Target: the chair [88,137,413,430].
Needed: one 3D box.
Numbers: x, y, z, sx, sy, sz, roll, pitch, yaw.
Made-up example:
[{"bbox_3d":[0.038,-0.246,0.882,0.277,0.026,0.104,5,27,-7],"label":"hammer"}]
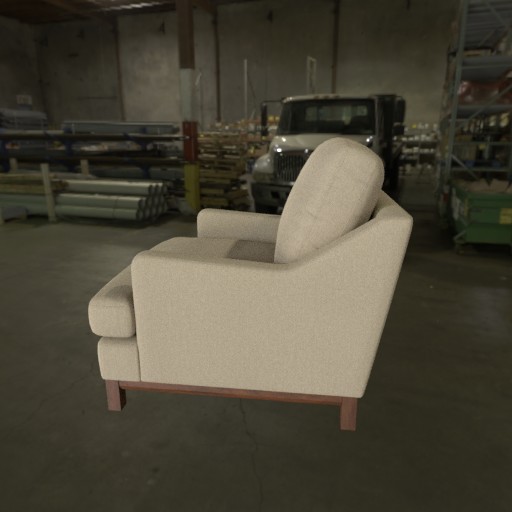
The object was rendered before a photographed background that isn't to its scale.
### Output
[{"bbox_3d":[0.000,0.000,1.769,1.001,0.916,0.912,2,16,7],"label":"chair"}]
